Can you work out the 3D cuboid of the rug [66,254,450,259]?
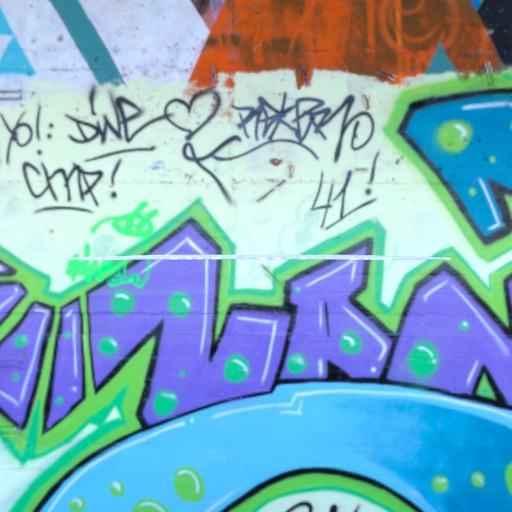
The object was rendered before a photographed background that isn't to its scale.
[{"bbox_3d":[0.000,0.000,2.803,1.522,0.013,2.133,0,0,-1],"label":"rug"}]
